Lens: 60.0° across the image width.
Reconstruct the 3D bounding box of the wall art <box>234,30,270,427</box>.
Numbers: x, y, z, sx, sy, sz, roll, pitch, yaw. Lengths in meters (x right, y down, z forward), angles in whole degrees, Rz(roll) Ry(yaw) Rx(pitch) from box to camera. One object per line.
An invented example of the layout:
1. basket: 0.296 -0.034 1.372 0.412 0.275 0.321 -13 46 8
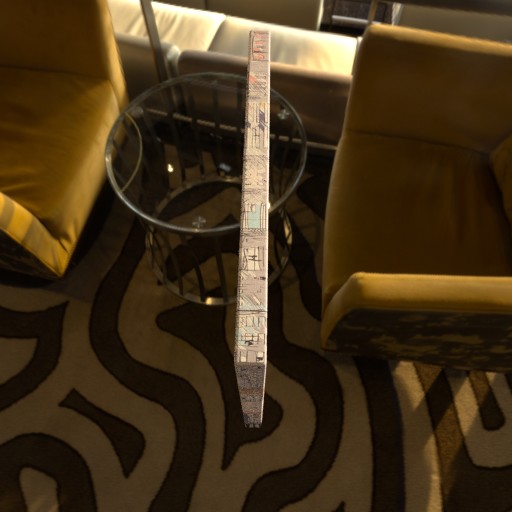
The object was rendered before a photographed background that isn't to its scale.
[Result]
1. wall art: 0.000 0.000 0.930 0.038 0.608 0.607 1 62 1
